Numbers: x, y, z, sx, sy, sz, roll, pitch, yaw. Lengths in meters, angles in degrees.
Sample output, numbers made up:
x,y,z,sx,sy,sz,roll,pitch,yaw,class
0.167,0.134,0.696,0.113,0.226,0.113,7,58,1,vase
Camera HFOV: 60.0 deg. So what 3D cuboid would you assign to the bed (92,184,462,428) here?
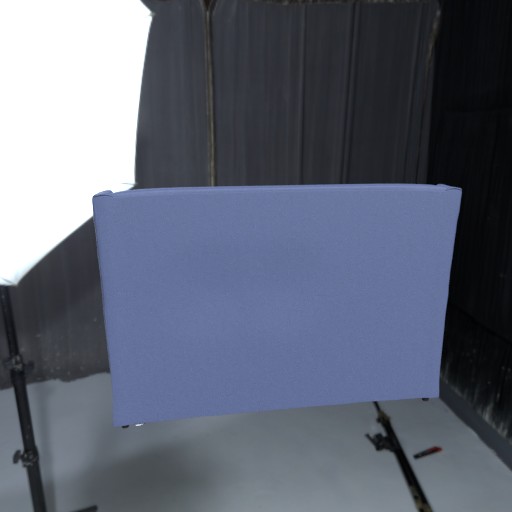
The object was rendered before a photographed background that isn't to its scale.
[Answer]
x,y,z,sx,sy,sz,roll,pitch,yaw,class
0.000,0.000,3.464,1.925,1.332,2.276,-2,16,-8,bed
